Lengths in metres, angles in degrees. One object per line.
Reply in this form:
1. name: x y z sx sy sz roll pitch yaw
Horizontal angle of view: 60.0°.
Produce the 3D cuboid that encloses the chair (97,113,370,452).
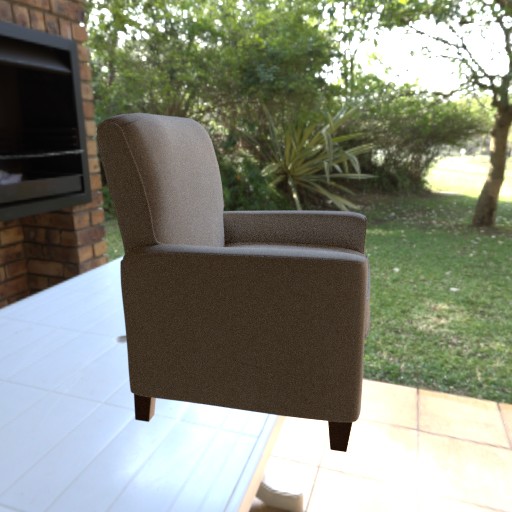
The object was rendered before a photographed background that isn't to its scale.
1. chair: 0.000 0.000 1.677 0.859 1.023 0.845 3 15 13
